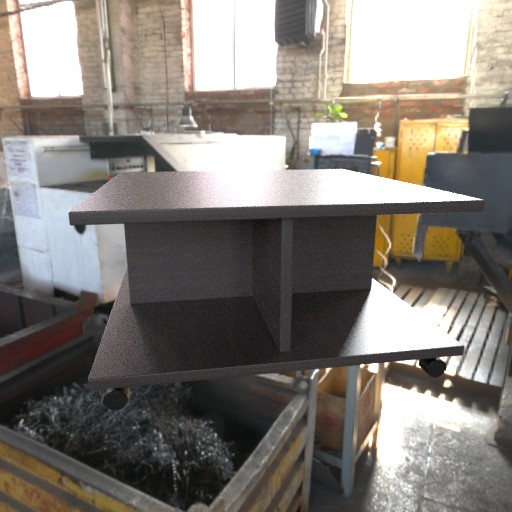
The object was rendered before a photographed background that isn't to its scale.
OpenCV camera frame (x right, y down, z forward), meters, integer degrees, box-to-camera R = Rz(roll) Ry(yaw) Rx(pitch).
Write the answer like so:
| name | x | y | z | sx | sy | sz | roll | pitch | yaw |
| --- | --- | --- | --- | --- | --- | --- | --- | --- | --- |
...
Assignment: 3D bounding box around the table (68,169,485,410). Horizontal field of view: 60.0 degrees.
| name | x | y | z | sx | sy | sz | roll | pitch | yaw |
| --- | --- | --- | --- | --- | --- | --- | --- | --- | --- |
| table | 0.000 | 0.000 | 1.204 | 0.762 | 0.396 | 0.762 | -3 | 16 | -10 |
